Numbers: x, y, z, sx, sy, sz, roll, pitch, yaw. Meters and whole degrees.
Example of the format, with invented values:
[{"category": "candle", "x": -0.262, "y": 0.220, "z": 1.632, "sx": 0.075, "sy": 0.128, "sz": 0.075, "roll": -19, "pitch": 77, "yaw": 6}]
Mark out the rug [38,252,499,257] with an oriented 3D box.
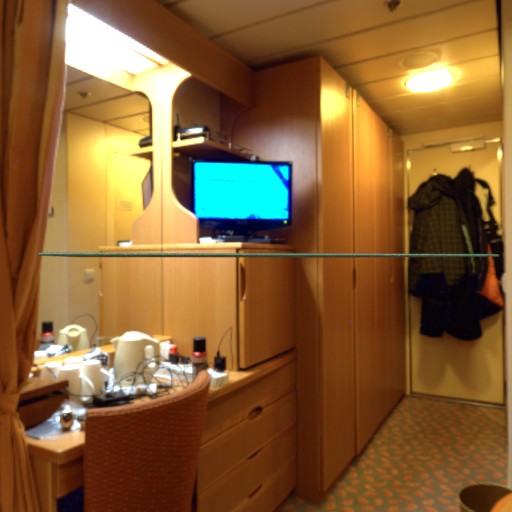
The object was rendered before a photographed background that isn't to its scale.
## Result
[{"category": "rug", "x": 0.000, "y": 0.000, "z": 2.753, "sx": 2.205, "sy": 0.012, "sz": 1.554, "roll": 0, "pitch": 0, "yaw": -17}]
